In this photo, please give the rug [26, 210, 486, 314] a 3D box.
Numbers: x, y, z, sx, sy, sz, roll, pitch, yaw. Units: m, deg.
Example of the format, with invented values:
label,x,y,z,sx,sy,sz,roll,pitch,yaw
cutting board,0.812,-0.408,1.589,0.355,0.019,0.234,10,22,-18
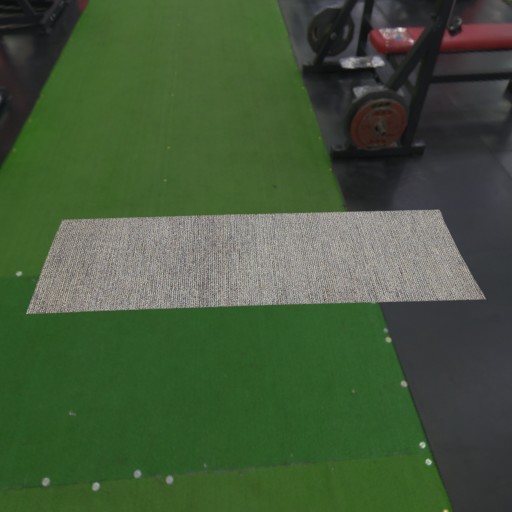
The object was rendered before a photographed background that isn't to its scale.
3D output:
label,x,y,z,sx,sy,sz,roll,pitch,yaw
rug,0.000,0.000,2.480,2.335,0.013,0.697,-2,47,-2
